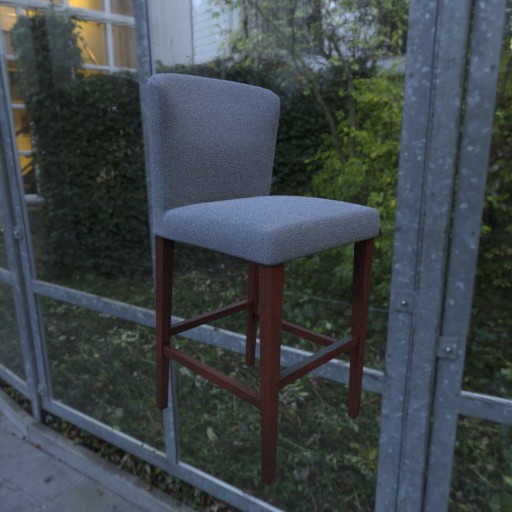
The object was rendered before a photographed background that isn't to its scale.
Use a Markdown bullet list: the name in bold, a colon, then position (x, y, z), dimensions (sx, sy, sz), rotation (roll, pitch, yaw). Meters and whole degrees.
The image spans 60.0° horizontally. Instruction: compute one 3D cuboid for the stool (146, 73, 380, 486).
- **stool**: position (0.000, 0.000, 1.340), dimensions (0.568, 1.069, 0.486), rotation (14, 20, 43)
